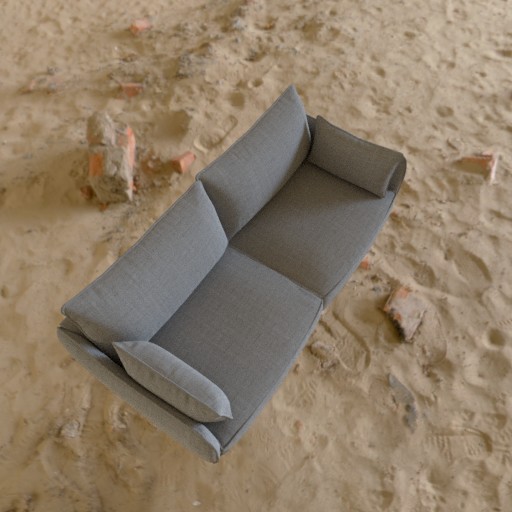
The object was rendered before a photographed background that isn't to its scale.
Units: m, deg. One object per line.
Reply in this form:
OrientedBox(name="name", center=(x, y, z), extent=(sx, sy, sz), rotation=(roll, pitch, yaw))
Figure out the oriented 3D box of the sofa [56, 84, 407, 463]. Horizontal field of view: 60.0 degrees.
OrientedBox(name="sofa", center=(0.000, 0.000, 2.471), extent=(0.972, 0.851, 1.989), rotation=(30, 63, 17))
